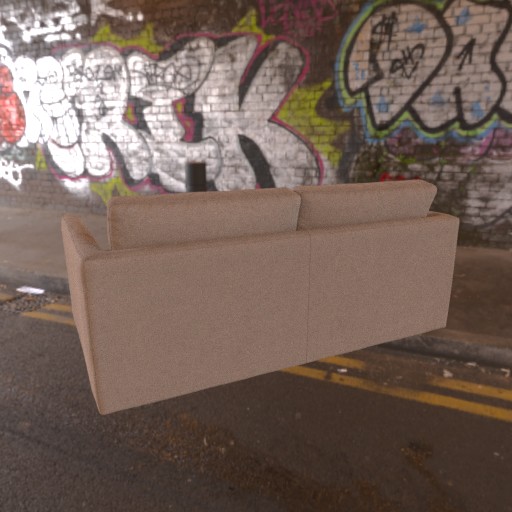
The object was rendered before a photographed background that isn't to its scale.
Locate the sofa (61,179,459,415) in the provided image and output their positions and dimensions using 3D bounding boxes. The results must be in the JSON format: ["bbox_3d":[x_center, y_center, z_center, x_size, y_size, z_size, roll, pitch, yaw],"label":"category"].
[{"bbox_3d":[0.000,0.000,2.471,1.905,0.839,1.091,-7,17,-25],"label":"sofa"}]
